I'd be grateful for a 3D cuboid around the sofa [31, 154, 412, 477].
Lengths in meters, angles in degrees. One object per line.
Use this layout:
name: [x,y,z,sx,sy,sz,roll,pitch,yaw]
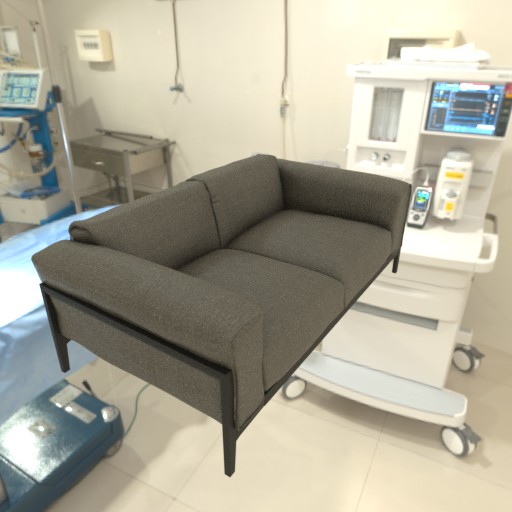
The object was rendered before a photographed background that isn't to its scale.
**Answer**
sofa: [0.000,0.000,2.140,0.960,0.656,1.690,17,32,30]
